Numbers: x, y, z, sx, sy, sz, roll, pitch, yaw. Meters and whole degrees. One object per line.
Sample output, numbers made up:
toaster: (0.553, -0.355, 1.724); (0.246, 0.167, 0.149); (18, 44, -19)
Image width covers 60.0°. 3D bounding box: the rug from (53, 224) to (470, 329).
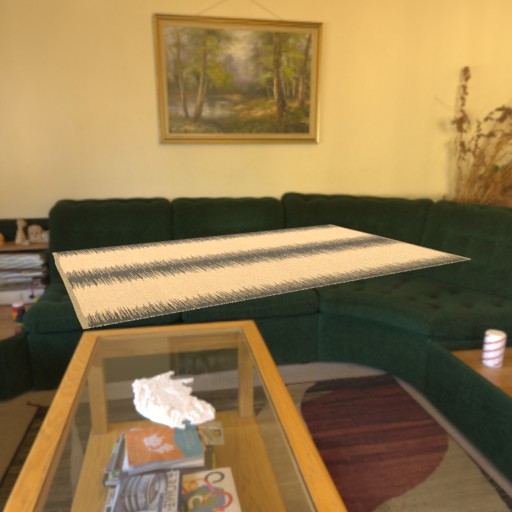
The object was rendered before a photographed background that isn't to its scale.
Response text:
rug: (0.000, 0.000, 3.036); (2.453, 0.003, 1.519); (-7, 16, -27)
